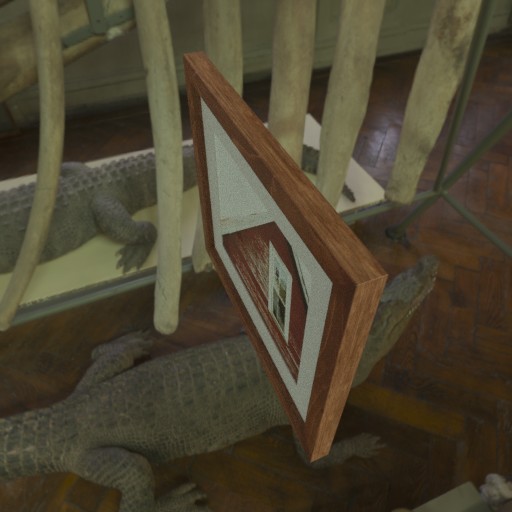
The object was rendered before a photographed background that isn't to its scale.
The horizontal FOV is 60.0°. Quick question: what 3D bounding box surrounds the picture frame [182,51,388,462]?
[{"bbox_3d":[0.000,0.000,0.525,0.025,0.330,0.381,-17,49,-16],"label":"picture frame"}]
